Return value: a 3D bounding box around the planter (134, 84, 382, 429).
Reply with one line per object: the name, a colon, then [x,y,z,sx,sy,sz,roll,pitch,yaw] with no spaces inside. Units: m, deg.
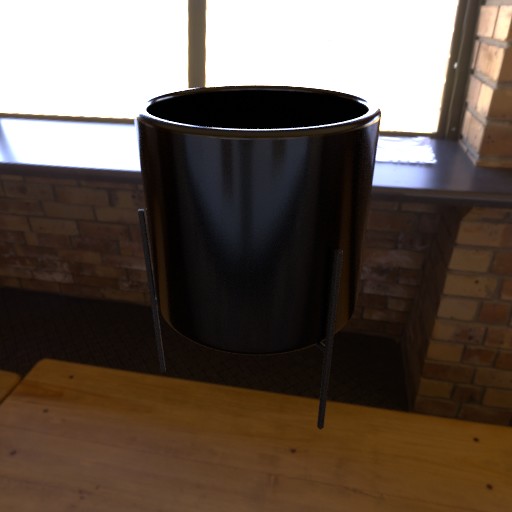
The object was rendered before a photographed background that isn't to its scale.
planter: [0.000,0.000,0.651,0.310,0.432,0.310,-10,31,-18]
